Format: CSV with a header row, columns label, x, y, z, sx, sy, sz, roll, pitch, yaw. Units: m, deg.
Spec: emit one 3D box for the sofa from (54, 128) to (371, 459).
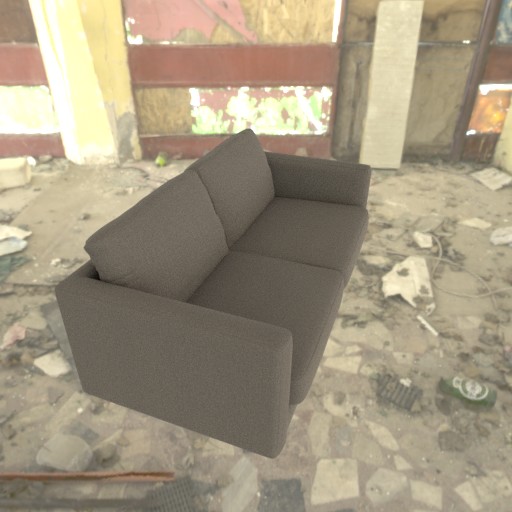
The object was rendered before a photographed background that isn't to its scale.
label,x,y,z,sx,sy,sz,roll,pitch,yaw
sofa,0.000,0.000,2.254,0.940,0.866,1.713,12,34,18
